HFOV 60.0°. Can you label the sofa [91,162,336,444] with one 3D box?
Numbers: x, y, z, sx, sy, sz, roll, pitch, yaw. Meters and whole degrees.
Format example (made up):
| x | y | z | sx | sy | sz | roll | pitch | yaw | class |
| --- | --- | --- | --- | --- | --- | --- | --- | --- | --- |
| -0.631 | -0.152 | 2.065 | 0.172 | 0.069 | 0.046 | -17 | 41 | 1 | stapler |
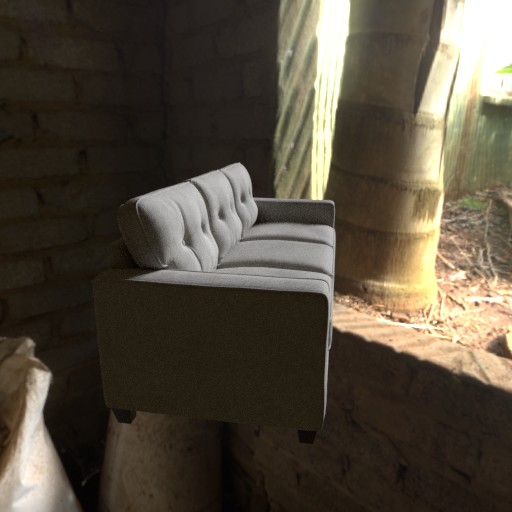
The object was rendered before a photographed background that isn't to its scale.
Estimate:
| x | y | z | sx | sy | sz | roll | pitch | yaw | class |
| --- | --- | --- | --- | --- | --- | --- | --- | --- | --- |
| 0.000 | 0.000 | 2.668 | 0.939 | 0.965 | 2.133 | 3 | 16 | 10 | sofa |
